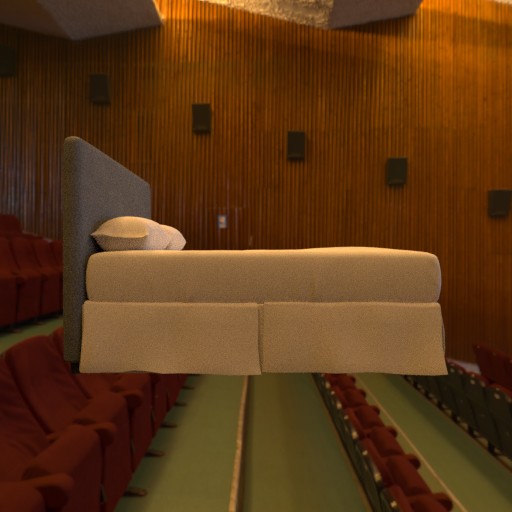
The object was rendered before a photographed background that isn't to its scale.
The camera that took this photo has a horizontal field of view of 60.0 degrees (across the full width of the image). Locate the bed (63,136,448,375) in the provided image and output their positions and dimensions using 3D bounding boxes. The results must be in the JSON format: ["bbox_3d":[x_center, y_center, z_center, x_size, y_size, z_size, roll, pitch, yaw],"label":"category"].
[{"bbox_3d":[0.000,0.000,3.222,2.142,1.330,1.713,0,0,0],"label":"bed"}]
